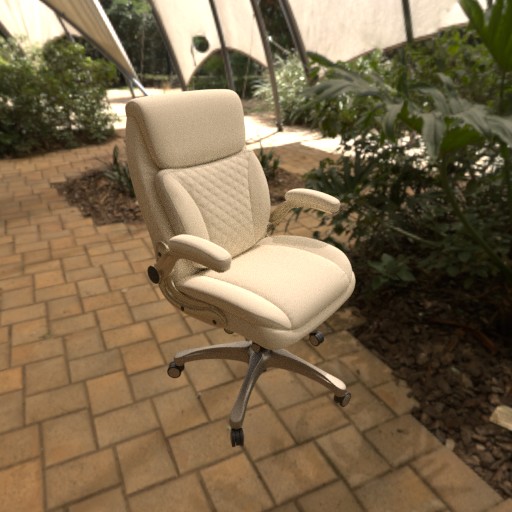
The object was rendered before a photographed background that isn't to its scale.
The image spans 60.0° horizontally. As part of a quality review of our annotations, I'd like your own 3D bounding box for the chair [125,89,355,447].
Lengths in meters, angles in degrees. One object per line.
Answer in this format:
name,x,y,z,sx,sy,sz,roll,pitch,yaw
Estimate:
chair,0.000,0.000,1.645,0.794,1.110,0.740,17,30,32
